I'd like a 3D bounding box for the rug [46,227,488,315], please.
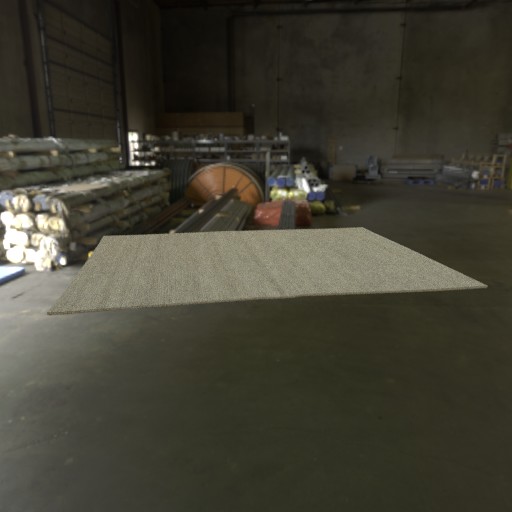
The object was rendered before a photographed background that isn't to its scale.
[{"bbox_3d":[0.000,0.000,4.846,3.626,0.051,2.757,-2,15,-9],"label":"rug"}]
